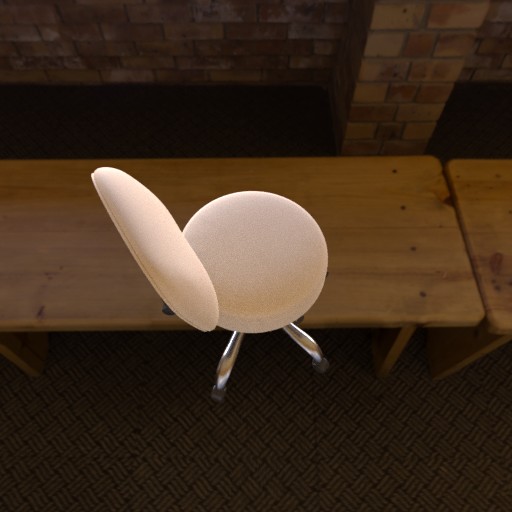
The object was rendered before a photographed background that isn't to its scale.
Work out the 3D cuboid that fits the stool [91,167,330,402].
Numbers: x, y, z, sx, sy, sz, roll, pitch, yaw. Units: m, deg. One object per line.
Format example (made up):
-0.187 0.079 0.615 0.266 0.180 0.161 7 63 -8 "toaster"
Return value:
0.000 0.000 1.237 0.616 0.810 0.609 -28 63 -16 "stool"
